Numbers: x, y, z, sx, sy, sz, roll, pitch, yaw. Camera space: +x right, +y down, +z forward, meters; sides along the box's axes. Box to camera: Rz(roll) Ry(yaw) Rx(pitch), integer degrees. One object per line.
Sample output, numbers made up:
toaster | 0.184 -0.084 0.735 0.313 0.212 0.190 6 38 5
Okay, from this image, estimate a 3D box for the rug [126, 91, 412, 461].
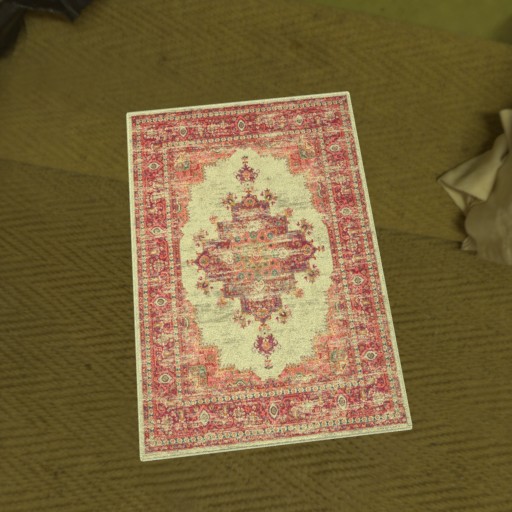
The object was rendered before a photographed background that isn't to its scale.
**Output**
rug | 0.000 0.000 2.189 1.217 0.011 1.747 -6 75 -2
